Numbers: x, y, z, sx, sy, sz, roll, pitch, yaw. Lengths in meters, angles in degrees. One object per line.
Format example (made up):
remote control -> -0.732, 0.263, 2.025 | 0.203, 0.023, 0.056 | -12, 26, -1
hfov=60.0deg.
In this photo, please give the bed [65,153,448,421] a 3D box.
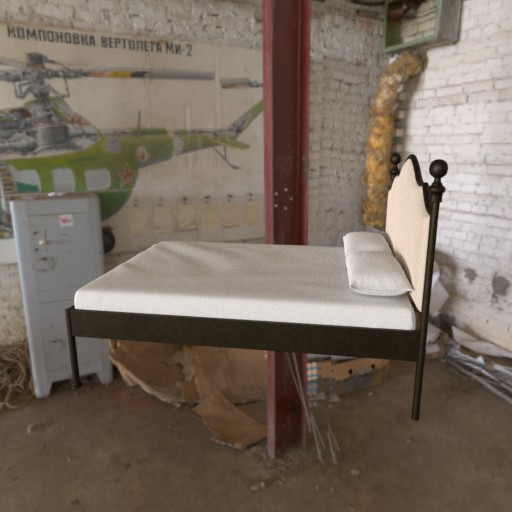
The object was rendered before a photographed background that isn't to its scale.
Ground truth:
bed -> 0.000, 0.000, 3.329 | 2.224, 1.499, 1.642 | 2, 14, 9
